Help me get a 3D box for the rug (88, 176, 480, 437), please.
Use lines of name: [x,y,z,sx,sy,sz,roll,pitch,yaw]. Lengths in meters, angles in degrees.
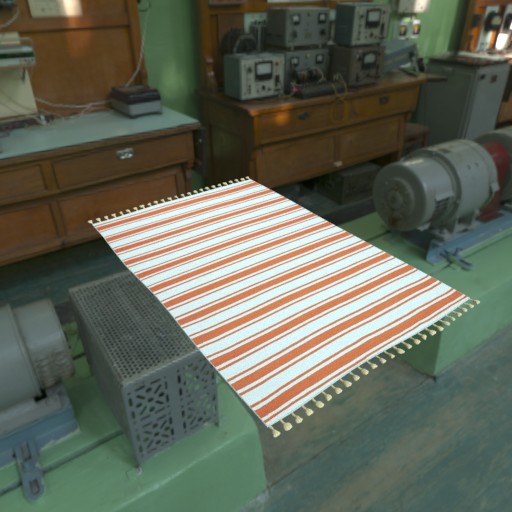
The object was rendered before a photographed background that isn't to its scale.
rug: [0.000,0.000,3.074,1.556,0.022,2.433,-21,38,-30]
